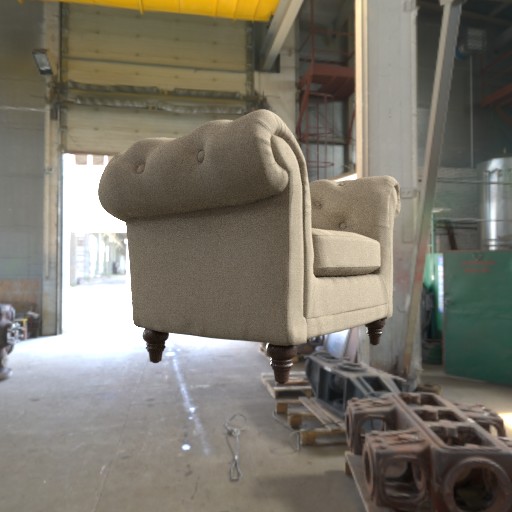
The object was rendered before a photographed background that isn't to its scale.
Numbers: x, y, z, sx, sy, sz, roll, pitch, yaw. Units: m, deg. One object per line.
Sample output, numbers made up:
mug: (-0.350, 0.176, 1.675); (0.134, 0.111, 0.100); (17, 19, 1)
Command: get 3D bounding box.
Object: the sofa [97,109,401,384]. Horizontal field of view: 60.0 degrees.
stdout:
sofa: (0.000, 0.000, 2.084); (1.034, 0.878, 1.405); (-1, -2, 35)
